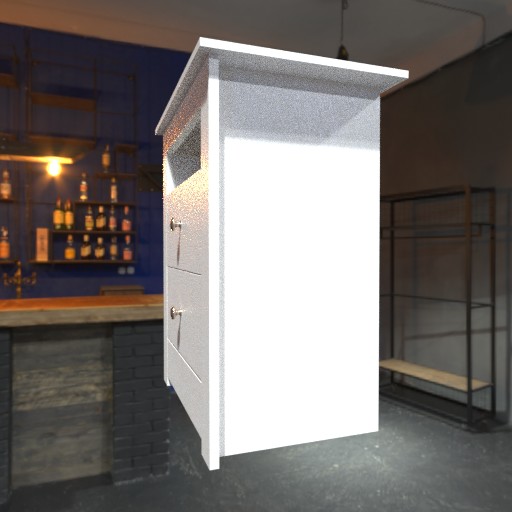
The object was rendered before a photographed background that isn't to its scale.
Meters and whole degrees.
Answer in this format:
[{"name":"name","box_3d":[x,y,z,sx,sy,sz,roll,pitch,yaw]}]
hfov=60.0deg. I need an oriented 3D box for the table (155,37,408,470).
[{"name":"table","box_3d":[0.000,0.000,1.059,0.406,0.711,0.589,0,1,-20]}]
